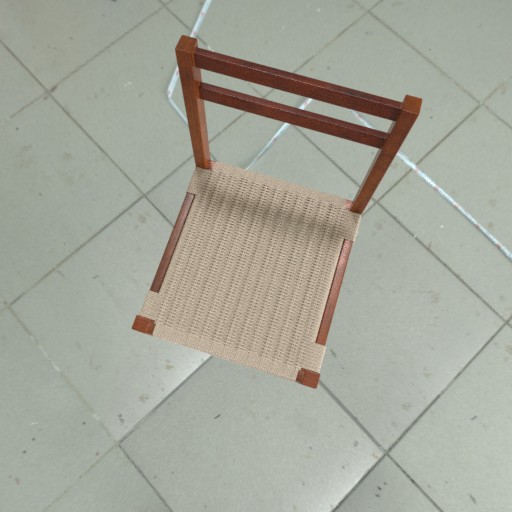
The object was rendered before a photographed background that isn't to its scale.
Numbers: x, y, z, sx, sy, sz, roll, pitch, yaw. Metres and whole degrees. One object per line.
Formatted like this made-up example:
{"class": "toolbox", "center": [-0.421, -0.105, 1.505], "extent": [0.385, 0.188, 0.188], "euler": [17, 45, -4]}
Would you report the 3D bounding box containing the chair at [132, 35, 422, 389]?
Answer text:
{"class": "chair", "center": [0.000, 0.000, 1.202], "extent": [0.495, 0.851, 0.569], "euler": [17, 76, 4]}
